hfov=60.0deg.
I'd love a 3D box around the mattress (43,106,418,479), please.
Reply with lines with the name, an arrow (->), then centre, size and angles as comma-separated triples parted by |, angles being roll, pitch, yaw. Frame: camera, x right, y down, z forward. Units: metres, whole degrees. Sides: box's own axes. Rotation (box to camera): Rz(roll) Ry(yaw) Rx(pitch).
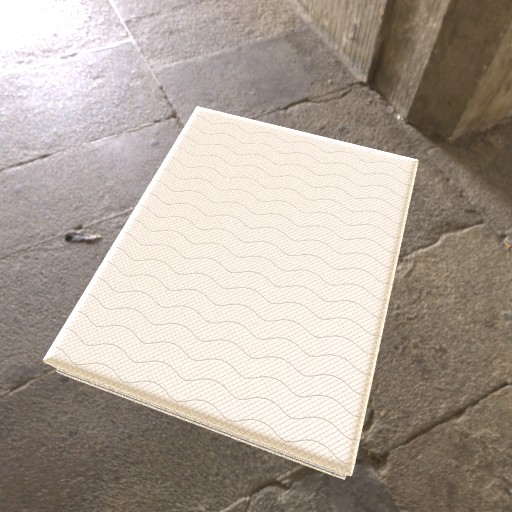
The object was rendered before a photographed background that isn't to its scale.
mattress -> 0.000, 0.000, 2.682 | 1.600, 0.230, 2.000 | 17, 60, 10
